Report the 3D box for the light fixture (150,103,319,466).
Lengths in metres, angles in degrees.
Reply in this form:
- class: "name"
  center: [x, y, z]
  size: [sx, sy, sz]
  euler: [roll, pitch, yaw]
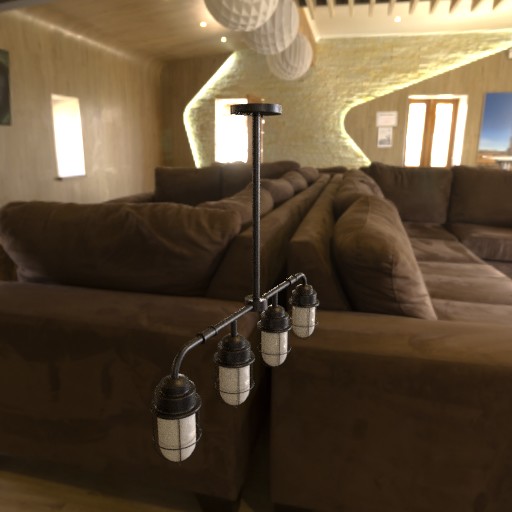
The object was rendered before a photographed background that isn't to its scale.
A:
- class: "light fixture"
  center: [0.000, 0.000, 1.219]
  size: [0.131, 0.785, 0.852]
  euler: [7, 15, 27]
